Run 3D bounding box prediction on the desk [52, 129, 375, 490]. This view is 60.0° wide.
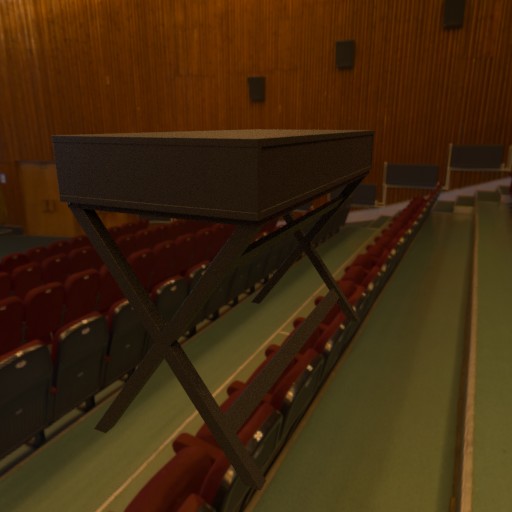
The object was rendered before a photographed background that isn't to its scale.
[{"bbox_3d":[0.000,0.000,1.449,0.504,0.780,1.057,8,18,24],"label":"desk"}]
